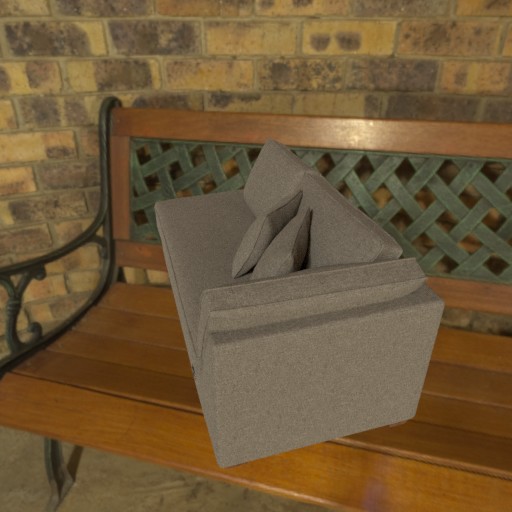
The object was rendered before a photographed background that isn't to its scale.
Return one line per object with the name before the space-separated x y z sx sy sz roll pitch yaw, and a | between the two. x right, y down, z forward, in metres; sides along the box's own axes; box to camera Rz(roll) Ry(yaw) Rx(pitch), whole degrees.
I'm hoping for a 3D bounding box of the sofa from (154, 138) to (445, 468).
sofa | 0.000 0.000 2.883 1.110 1.033 2.237 -9 32 -14
